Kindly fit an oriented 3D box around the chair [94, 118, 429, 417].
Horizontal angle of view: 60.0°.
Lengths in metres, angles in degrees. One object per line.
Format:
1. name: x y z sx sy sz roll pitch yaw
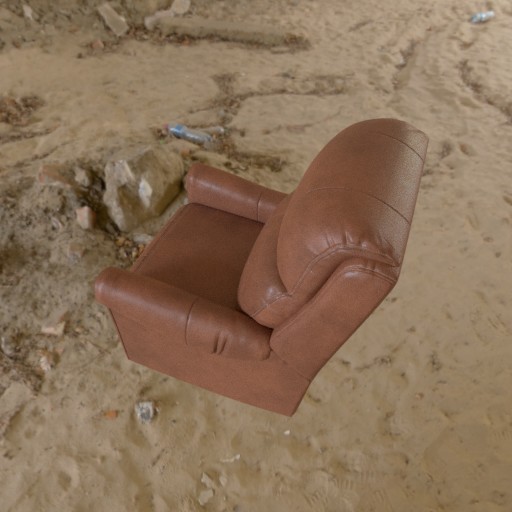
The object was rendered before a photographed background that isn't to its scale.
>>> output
1. chair: 0.000 0.000 1.739 1.014 1.054 0.838 16 48 15
